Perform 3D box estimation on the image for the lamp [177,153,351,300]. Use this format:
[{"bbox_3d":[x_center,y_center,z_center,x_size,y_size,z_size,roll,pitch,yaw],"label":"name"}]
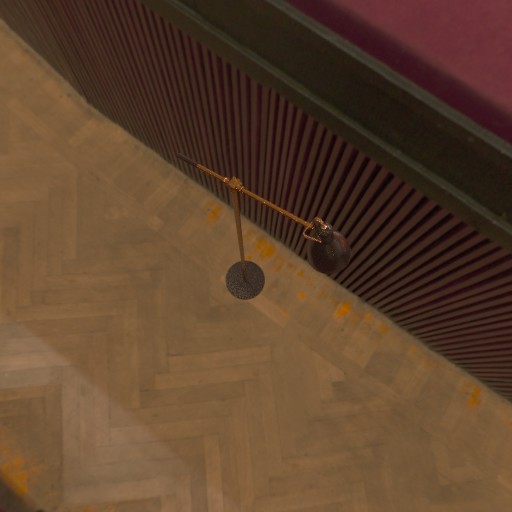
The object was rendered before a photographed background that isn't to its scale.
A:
[{"bbox_3d":[0.000,0.000,1.872,0.618,1.628,0.235,38,79,9],"label":"lamp"}]
